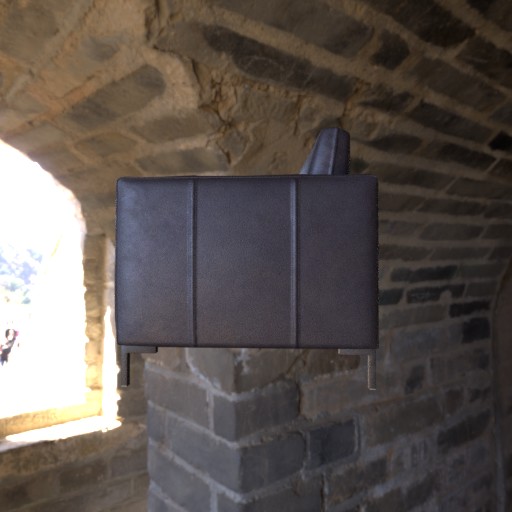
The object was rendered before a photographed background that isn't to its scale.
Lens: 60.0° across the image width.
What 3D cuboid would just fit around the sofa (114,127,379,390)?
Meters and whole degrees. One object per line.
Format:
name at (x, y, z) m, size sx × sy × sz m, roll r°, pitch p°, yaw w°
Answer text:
sofa at (0.000, 0.000, 2.296) m, size 0.947 × 0.883 × 1.805 m, roll 0°, pitch -1°, yaw 1°
